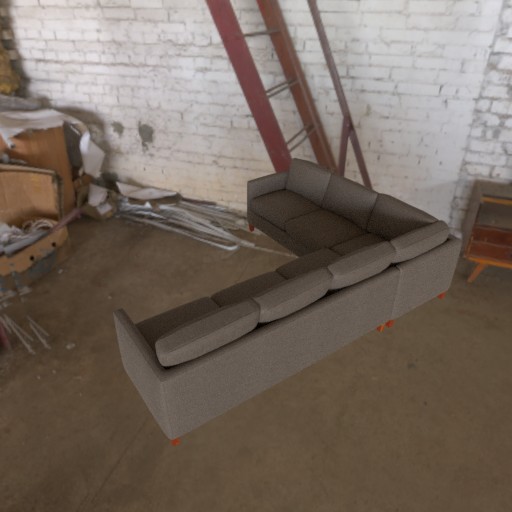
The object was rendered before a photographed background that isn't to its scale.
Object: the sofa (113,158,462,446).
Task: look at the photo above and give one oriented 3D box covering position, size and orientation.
[{"bbox_3d":[0.000,0.000,4.647,3.302,0.947,2.593,-20,37,-29],"label":"sofa"}]
